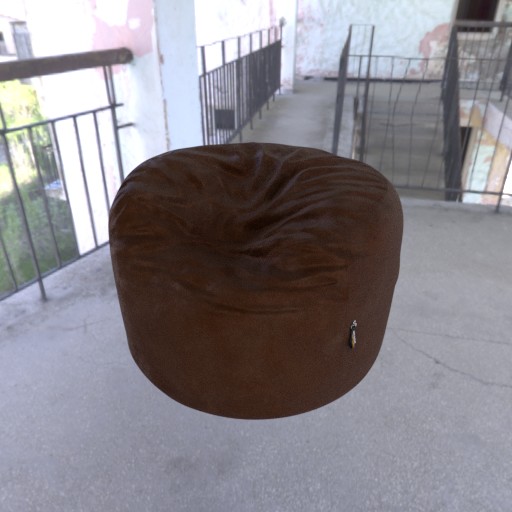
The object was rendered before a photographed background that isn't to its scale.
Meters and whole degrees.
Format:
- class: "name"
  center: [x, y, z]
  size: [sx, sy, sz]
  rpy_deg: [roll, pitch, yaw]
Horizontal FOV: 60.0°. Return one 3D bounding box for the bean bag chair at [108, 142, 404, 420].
- class: "bean bag chair"
  center: [0.000, 0.000, 1.487]
  size: [0.918, 0.616, 0.918]
  rpy_deg: [0, 29, 0]
